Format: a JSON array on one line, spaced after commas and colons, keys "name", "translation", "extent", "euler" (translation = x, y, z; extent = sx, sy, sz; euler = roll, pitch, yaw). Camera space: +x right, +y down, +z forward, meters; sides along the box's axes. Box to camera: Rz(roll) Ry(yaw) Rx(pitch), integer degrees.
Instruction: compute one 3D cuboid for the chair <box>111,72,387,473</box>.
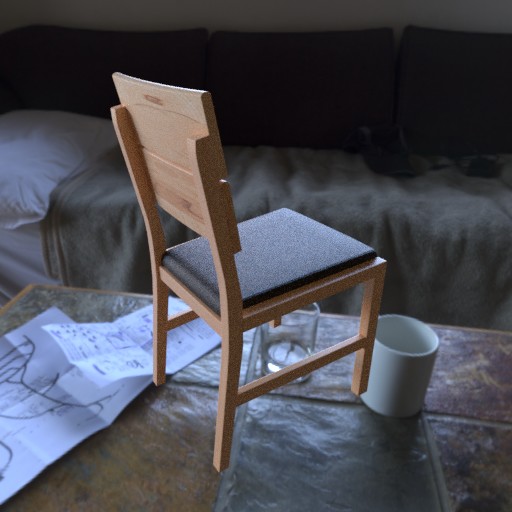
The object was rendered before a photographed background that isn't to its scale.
[{"name": "chair", "translation": [0.000, 0.000, 1.242], "extent": [0.560, 0.950, 0.475], "euler": [-18, 33, -31]}]
